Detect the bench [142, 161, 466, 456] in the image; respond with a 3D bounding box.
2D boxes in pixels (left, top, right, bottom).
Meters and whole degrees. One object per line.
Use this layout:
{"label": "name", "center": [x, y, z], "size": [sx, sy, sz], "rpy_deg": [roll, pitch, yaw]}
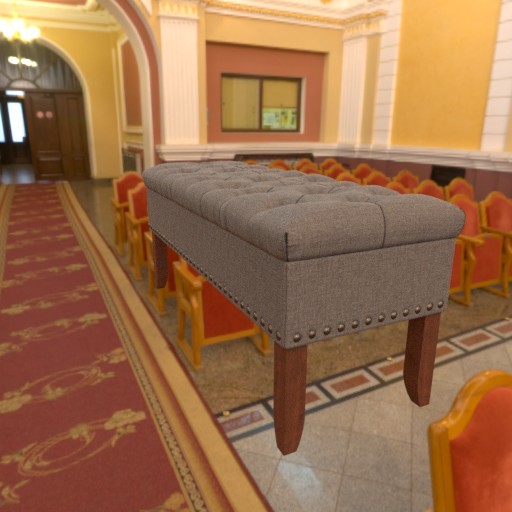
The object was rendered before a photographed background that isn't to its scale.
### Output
{"label": "bench", "center": [0.000, 0.000, 1.285], "size": [0.417, 0.470, 1.052], "rpy_deg": [-8, 18, -25]}
